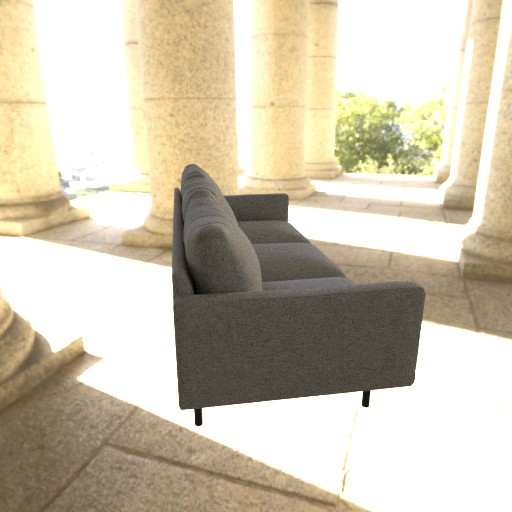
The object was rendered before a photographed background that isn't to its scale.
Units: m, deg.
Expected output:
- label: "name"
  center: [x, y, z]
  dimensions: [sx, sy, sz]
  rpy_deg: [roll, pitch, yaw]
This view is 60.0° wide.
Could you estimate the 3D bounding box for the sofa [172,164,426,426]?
- label: "sofa"
  center: [0.000, 0.000, 2.383]
  dimensions: [0.850, 0.830, 2.000]
  rpy_deg: [-3, 17, -9]
